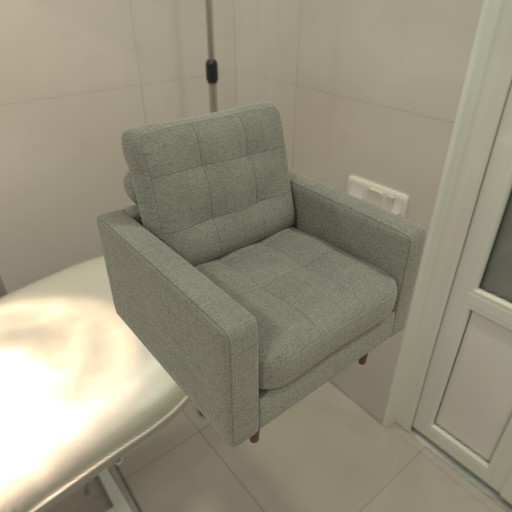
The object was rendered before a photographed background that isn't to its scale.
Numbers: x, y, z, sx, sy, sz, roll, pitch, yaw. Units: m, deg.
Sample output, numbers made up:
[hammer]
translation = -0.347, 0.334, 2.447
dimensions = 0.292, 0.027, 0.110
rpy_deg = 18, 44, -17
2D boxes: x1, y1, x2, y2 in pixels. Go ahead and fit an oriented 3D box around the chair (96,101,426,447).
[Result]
[chair]
translation = 0.000, 0.000, 1.558
dimensions = 0.821, 0.880, 0.843
rpy_deg = -24, 39, -32
